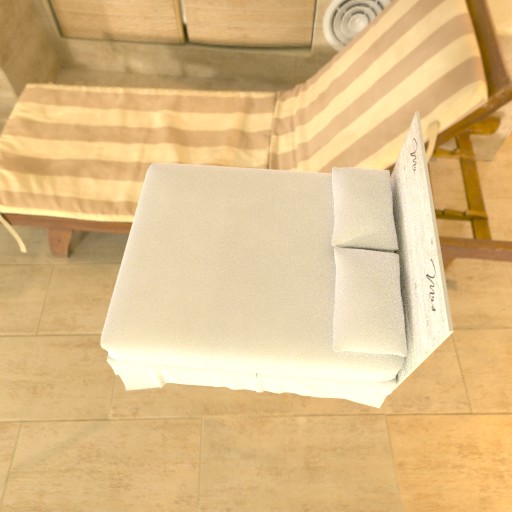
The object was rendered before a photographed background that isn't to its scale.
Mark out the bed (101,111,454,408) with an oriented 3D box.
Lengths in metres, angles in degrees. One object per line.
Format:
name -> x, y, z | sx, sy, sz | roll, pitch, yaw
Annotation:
bed -> 0.000, 0.000, 3.207 | 2.094, 1.335, 1.745 | 4, 59, 2
